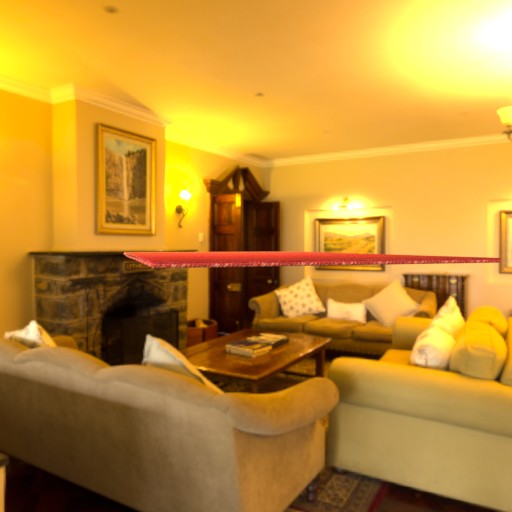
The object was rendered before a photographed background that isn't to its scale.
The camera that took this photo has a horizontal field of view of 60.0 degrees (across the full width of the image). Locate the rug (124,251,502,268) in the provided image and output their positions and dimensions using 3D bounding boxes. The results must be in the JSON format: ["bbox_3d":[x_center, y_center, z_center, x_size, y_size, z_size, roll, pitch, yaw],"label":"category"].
[{"bbox_3d":[0.000,0.000,2.239,1.230,0.018,1.835,0,1,-19],"label":"rug"}]
